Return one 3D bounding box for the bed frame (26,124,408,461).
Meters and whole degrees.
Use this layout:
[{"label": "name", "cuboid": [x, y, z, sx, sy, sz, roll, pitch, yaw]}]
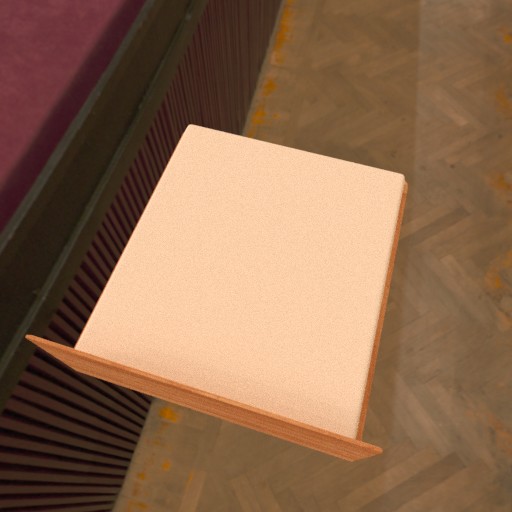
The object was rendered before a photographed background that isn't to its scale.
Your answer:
[{"label": "bed frame", "cuboid": [0.000, 0.000, 3.056, 1.872, 0.940, 2.092, 15, 63, 8]}]
